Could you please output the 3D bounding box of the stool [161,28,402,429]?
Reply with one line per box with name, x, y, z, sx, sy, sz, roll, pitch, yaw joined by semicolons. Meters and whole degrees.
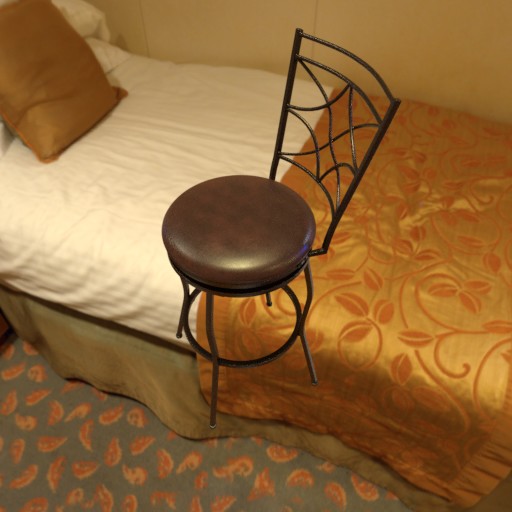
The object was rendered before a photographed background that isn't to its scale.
stool;0.000;0.000;1.353;0.534;1.117;0.434;-17;48;-16
